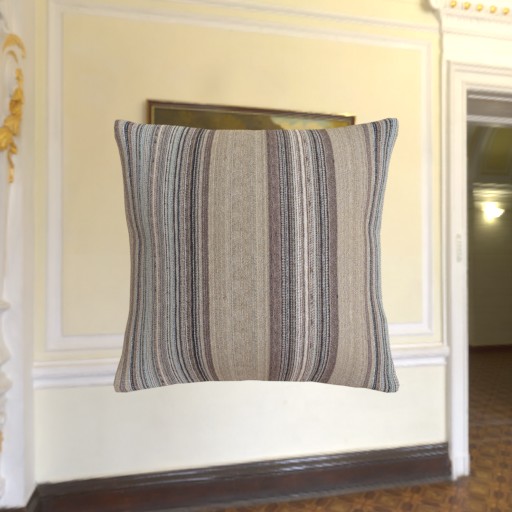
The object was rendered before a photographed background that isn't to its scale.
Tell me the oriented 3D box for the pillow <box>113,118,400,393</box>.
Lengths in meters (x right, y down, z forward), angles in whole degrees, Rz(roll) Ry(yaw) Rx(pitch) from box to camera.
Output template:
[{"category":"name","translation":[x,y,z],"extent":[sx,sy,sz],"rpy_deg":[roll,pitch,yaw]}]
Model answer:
[{"category":"pillow","translation":[0.000,0.000,0.664],"extent":[0.435,0.416,0.189],"rpy_deg":[0,0,1]}]
